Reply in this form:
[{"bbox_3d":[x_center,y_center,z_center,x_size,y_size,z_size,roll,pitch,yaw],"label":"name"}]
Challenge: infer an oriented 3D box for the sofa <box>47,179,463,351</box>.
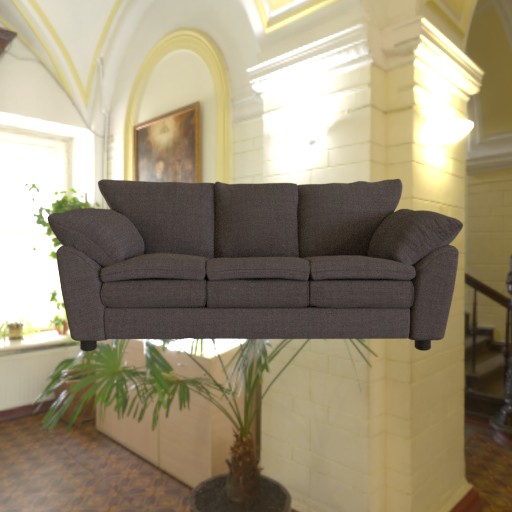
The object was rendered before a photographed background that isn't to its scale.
[{"bbox_3d":[0.000,0.000,2.869,2.336,1.080,0.883,0,0,0],"label":"sofa"}]
